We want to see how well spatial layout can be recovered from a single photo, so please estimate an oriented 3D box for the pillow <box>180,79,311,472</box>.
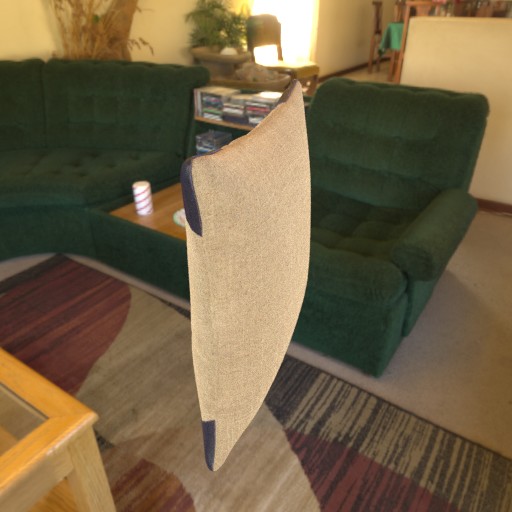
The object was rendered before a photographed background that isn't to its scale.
[{"bbox_3d":[0.000,0.000,0.674,0.147,0.441,0.440,8,32,14],"label":"pillow"}]
